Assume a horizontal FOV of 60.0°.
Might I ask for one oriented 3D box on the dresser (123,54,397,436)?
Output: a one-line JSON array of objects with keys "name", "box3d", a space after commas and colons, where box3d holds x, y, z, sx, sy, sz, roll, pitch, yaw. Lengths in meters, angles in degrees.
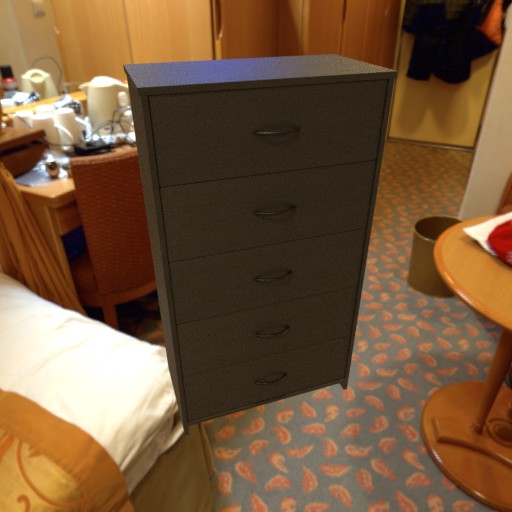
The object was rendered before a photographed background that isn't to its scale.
[{"name": "dresser", "box3d": [0.000, 0.000, 1.590, 0.704, 1.255, 0.399, -10, 33, -16]}]
